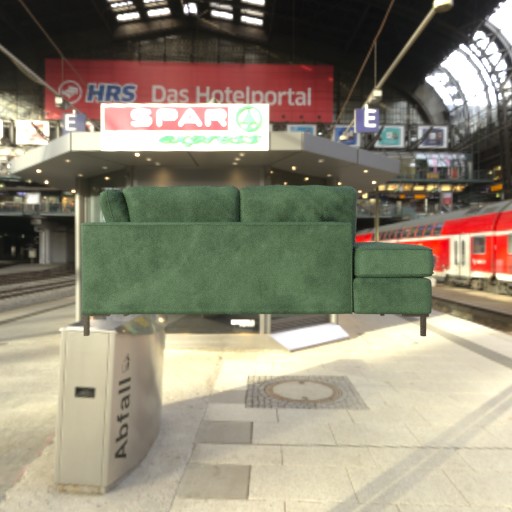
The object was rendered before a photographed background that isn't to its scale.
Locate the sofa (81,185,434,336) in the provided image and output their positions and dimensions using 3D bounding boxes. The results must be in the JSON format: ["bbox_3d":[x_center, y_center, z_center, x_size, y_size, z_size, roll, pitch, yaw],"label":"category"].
[{"bbox_3d":[0.000,0.000,3.908,1.992,0.861,2.994,0,1,0],"label":"sofa"}]
